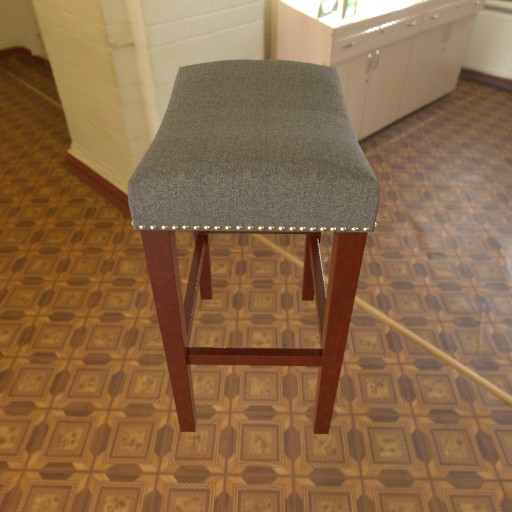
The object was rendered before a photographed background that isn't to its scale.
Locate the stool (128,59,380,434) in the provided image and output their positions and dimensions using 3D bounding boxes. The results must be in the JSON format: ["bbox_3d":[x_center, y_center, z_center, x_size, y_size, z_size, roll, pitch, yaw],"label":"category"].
[{"bbox_3d":[0.000,0.000,1.028,0.372,0.742,0.504,1,41,1],"label":"stool"}]
